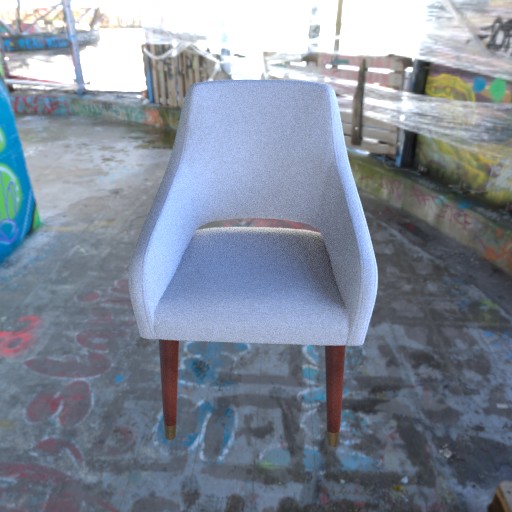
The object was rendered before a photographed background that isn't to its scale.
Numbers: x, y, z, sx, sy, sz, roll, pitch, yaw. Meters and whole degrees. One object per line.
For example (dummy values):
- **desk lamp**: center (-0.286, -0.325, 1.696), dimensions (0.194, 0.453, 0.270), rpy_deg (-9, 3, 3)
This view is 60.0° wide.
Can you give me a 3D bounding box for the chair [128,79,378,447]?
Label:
- **chair**: center (0.000, 0.000, 1.301), dimensions (0.609, 0.889, 0.600), rpy_deg (1, 30, 2)
